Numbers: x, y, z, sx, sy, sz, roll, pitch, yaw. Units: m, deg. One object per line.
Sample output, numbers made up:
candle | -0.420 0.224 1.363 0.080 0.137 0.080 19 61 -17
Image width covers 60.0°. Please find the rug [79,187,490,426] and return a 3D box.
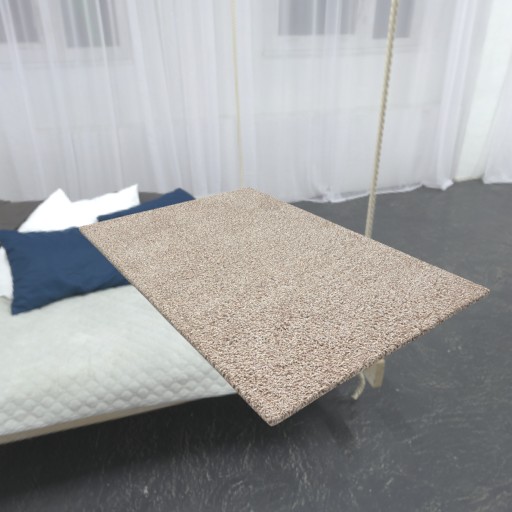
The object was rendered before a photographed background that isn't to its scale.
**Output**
rug | 0.000 0.000 2.231 1.219 0.030 1.778 -19 32 -32
